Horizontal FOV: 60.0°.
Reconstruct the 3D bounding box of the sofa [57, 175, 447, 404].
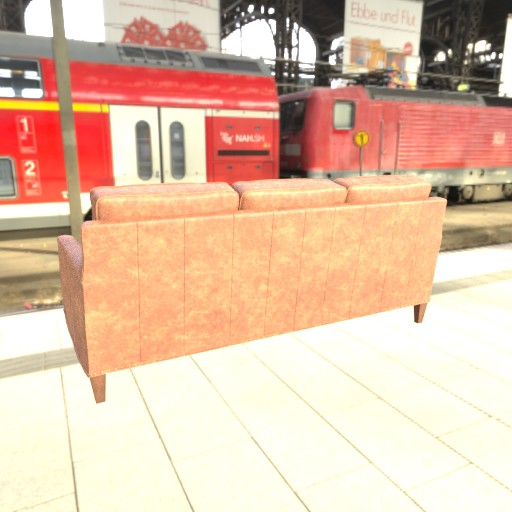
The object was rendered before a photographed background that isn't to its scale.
[{"bbox_3d":[0.000,0.000,2.813,2.246,1.003,1.084,-7,15,-27],"label":"sofa"}]
